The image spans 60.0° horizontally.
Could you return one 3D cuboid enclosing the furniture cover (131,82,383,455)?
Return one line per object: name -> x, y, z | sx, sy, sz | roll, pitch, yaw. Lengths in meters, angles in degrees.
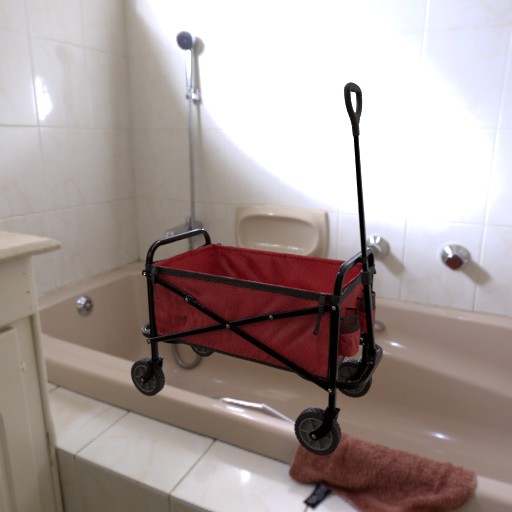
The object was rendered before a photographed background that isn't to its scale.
furniture cover -> 0.000, 0.000, 1.822 | 1.038, 1.295, 0.532 | 8, 16, 28
